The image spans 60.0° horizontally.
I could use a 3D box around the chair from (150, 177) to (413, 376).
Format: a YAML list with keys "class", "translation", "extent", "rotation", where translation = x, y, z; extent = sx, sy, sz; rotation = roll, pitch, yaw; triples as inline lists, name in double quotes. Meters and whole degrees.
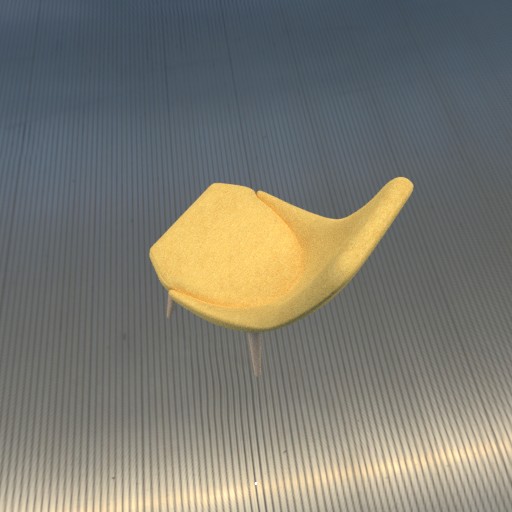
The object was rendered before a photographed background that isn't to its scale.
- class: "chair"
  translation: [0.000, 0.000, 1.431]
  extent: [0.660, 1.040, 0.510]
  rotation: [33, 68, 16]
